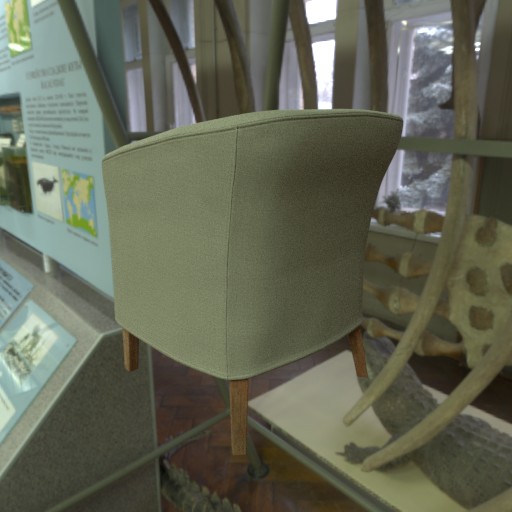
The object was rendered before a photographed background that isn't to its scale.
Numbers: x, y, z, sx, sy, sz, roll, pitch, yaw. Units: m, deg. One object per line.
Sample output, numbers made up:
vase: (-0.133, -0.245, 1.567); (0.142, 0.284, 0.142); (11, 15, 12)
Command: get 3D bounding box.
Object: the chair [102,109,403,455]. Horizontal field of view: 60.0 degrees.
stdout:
chair: (0.000, 0.000, 1.255); (0.600, 0.771, 0.668); (-14, 21, -41)
